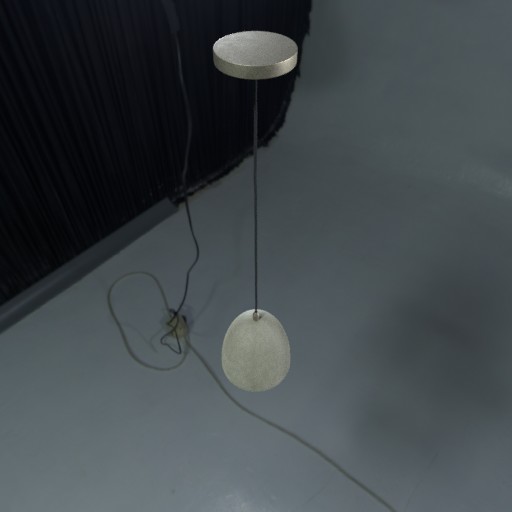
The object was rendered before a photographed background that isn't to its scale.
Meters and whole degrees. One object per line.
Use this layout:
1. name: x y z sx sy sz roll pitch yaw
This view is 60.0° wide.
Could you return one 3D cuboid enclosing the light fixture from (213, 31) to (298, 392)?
1. light fixture: 0.000 0.000 0.828 0.170 0.759 0.170 30 54 25
